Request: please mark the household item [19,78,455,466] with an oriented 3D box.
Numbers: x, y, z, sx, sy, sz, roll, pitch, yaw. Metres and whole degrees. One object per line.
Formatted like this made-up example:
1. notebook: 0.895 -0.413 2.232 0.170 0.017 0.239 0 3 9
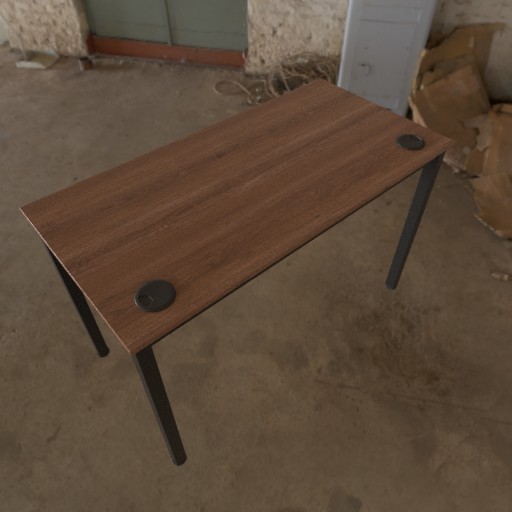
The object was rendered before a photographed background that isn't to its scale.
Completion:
1. household item: 0.000 0.000 1.599 1.200 0.750 0.600 -32 54 -27
